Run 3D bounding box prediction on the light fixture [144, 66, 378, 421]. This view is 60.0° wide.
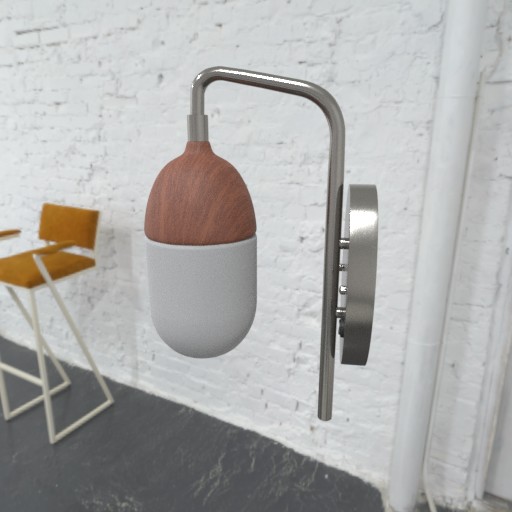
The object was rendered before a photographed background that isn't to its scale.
[{"bbox_3d":[0.000,0.000,0.430,0.216,0.343,0.108,2,15,8],"label":"light fixture"}]
